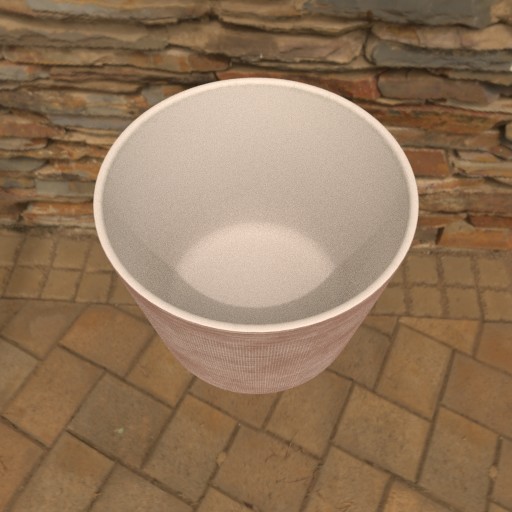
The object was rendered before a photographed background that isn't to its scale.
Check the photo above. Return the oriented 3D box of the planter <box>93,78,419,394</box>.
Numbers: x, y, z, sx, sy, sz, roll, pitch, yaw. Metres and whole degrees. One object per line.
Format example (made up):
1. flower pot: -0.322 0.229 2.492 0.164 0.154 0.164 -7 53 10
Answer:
1. planter: 0.000 0.000 0.778 0.440 0.398 0.440 0 59 0
